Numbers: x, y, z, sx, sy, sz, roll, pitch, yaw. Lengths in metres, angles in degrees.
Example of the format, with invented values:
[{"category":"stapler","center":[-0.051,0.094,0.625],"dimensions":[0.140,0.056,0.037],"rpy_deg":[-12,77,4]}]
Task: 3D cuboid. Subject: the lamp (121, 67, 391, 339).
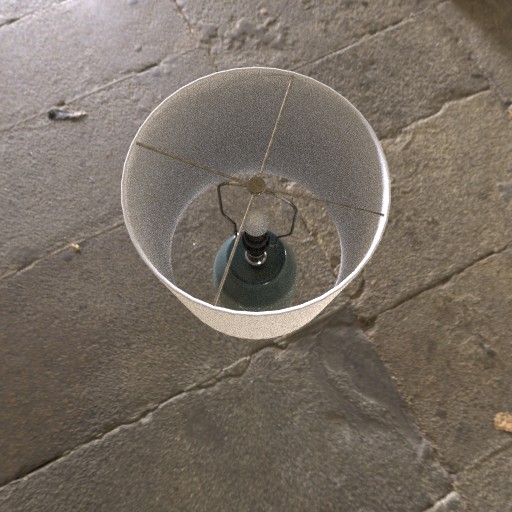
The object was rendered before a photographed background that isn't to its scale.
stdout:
[{"category":"lamp","center":[0.000,0.000,0.574],"dimensions":[0.217,0.453,0.217],"rpy_deg":[17,75,5]}]
